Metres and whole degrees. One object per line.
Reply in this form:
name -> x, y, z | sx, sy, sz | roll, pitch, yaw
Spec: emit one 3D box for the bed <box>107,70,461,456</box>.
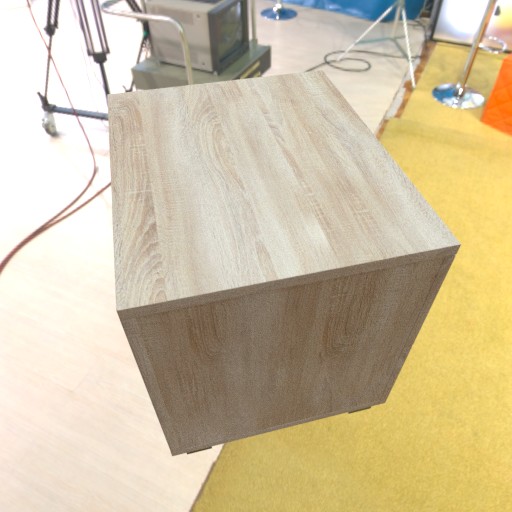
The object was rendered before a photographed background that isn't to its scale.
bed -> 0.000, 0.000, 0.777 | 0.401, 0.420, 0.460 | -10, 48, -10
